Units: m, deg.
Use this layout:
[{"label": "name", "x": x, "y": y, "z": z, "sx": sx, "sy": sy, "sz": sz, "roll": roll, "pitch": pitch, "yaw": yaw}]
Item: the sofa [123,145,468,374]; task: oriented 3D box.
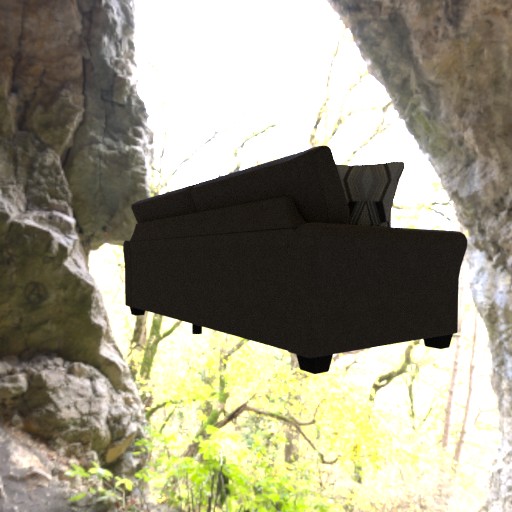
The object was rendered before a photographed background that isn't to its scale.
[{"label": "sofa", "x": 0.000, "y": 0.000, "z": 2.524, "sx": 0.889, "sy": 0.813, "sz": 2.032, "roll": 0, "pitch": 0, "yaw": -34}]
